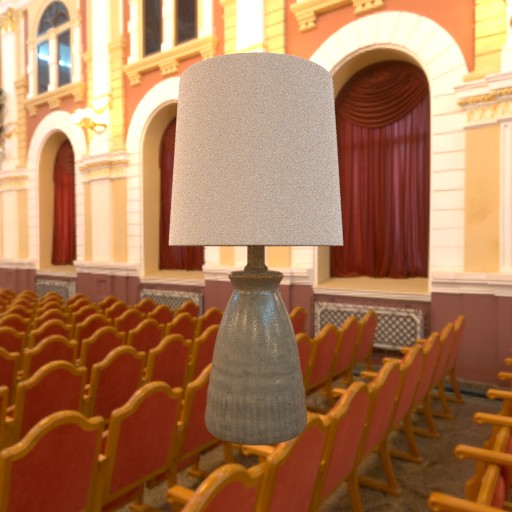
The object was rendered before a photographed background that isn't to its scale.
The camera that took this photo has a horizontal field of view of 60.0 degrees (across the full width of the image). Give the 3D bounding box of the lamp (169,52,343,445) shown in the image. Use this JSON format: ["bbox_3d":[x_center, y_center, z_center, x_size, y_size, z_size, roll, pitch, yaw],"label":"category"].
[{"bbox_3d":[0.000,0.000,0.483,0.186,0.369,0.186,0,1,0],"label":"lamp"}]
